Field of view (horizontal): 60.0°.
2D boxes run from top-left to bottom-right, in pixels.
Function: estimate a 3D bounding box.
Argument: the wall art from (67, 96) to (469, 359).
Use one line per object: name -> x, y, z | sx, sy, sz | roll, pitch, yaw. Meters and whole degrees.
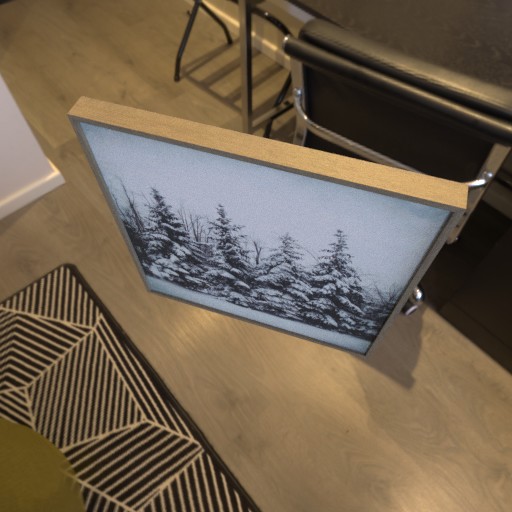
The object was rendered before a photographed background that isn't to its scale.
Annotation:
wall art -> 0.000, 0.000, 0.761 | 0.507, 0.507, 0.037 | 15, 59, 9
